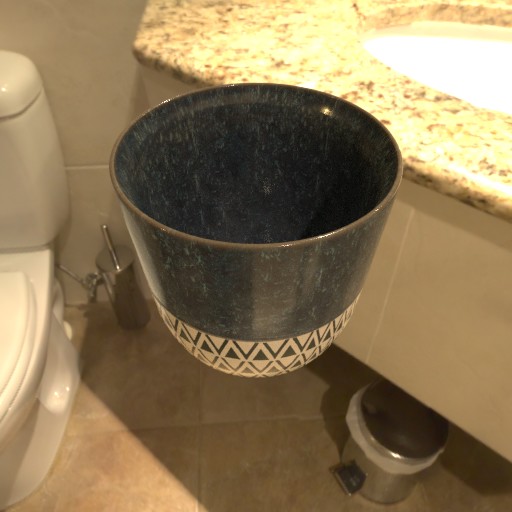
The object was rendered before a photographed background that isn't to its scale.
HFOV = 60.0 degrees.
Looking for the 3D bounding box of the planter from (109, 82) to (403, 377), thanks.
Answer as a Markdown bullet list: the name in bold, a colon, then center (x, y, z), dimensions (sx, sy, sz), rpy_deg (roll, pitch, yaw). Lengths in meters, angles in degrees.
- **planter**: center (0.000, 0.000, 0.377), dimensions (0.195, 0.214, 0.195), rpy_deg (0, 46, 0)
